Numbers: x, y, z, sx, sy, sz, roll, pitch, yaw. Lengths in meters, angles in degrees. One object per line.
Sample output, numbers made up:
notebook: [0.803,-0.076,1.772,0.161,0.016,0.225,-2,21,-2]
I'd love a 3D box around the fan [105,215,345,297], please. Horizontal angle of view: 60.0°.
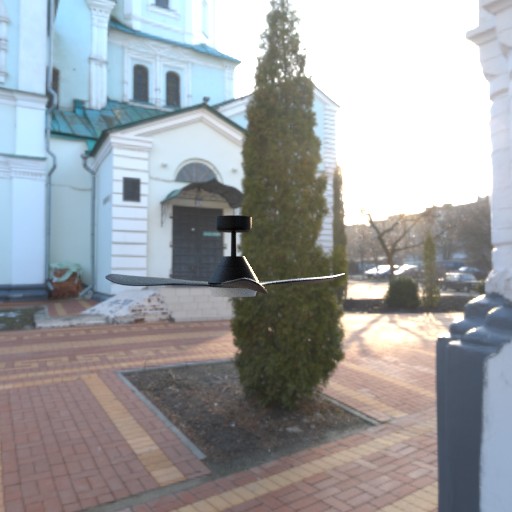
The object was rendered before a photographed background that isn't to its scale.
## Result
fan: [0.000,0.000,1.651,1.067,0.305,1.067,1,-2,-18]
